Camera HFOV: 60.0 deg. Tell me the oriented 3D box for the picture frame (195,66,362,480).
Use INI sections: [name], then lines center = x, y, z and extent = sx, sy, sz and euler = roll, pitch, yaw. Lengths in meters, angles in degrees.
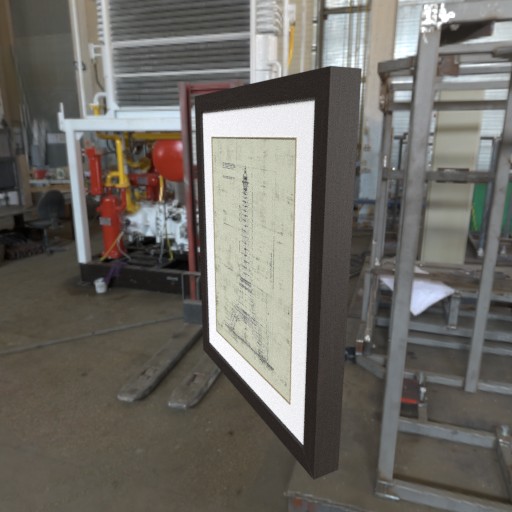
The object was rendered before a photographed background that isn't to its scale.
[picture frame]
center = 0.000, 0.000, 0.772
extent = 0.044, 0.555, 0.452
euler = -8, 17, -26
